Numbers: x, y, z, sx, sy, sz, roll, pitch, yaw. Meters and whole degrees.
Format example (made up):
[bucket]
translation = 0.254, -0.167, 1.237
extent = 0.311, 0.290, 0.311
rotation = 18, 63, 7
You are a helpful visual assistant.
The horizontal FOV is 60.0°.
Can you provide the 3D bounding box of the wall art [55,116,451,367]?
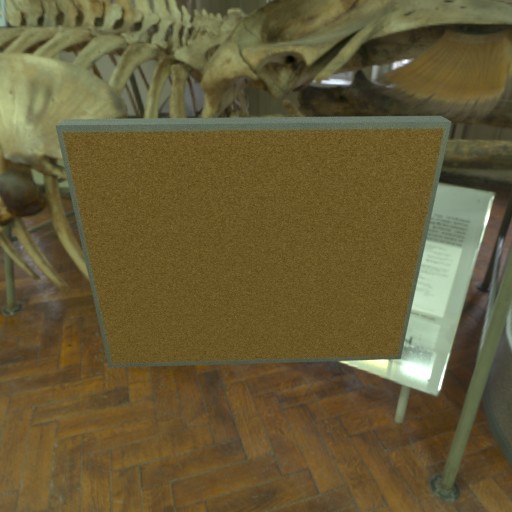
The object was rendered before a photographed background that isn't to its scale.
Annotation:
[wall art]
translation = 0.000, 0.000, 0.751
extent = 0.557, 0.450, 0.037
rotation = -1, 30, -2
